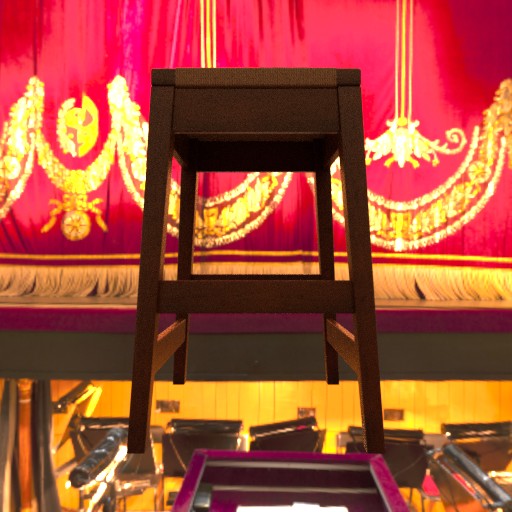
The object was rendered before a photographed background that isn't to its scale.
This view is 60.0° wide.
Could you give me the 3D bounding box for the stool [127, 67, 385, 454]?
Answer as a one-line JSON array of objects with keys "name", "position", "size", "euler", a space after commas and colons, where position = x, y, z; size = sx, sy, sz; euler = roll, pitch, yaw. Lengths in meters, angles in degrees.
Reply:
[{"name": "stool", "position": [0.000, 0.000, 1.105], "size": [0.497, 0.762, 0.507], "euler": [0, -1, 0]}]
